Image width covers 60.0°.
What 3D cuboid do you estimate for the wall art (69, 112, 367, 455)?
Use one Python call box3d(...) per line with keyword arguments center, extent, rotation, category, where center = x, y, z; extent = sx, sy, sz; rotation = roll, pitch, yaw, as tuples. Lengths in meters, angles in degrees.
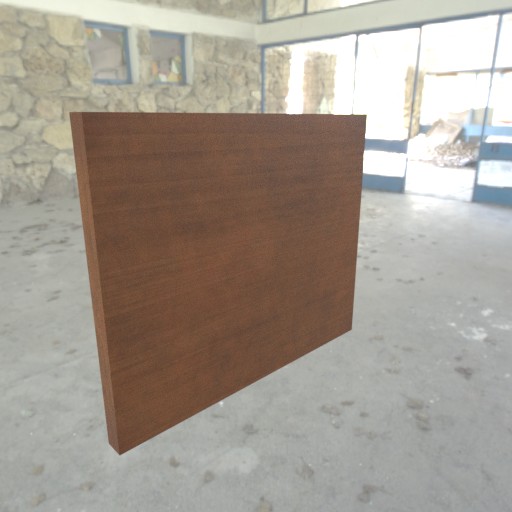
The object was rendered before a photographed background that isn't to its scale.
box3d(center=(0.000, 0.000, 0.747), extent=(0.558, 0.457, 0.033), rotation=(-16, 23, -41), category="wall art")
